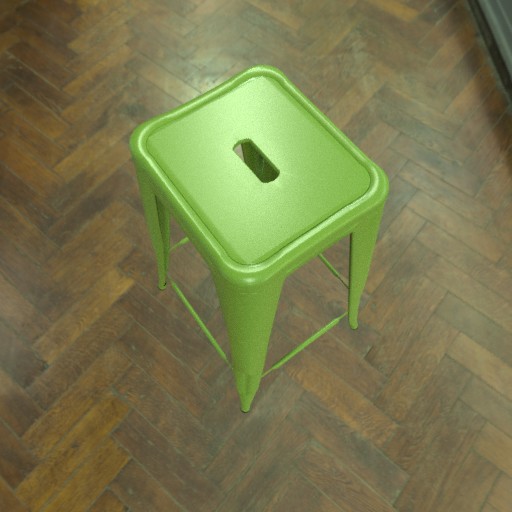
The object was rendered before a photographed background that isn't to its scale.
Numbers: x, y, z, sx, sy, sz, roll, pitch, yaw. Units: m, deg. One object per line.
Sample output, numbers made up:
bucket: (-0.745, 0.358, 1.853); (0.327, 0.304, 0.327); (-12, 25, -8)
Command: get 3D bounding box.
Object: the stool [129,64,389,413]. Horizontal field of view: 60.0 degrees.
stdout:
stool: (0.000, 0.000, 0.862); (0.358, 0.609, 0.398); (-33, 69, -14)
